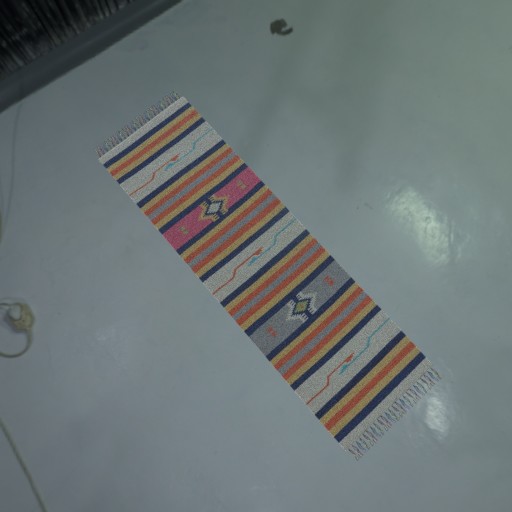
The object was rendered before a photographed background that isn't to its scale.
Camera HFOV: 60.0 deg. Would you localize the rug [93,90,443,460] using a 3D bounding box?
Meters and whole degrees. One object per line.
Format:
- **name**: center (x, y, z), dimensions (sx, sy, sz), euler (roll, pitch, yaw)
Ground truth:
- **rug**: center (0.000, 0.000, 2.680), dimensions (0.695, 0.017, 2.455), euler (-40, 79, -9)
